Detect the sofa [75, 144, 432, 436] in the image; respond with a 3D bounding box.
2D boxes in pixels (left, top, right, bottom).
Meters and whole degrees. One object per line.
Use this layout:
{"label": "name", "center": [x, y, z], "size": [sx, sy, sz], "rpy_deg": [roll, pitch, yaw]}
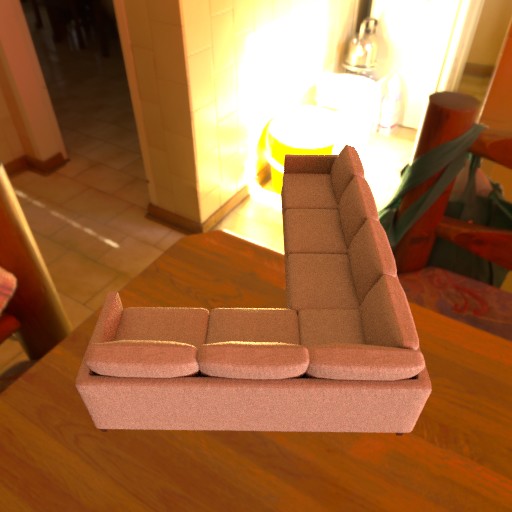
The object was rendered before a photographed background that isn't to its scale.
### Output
{"label": "sofa", "center": [0.000, 0.000, 4.431], "size": [2.522, 0.934, 3.333], "rpy_deg": [1, 41, 1]}
